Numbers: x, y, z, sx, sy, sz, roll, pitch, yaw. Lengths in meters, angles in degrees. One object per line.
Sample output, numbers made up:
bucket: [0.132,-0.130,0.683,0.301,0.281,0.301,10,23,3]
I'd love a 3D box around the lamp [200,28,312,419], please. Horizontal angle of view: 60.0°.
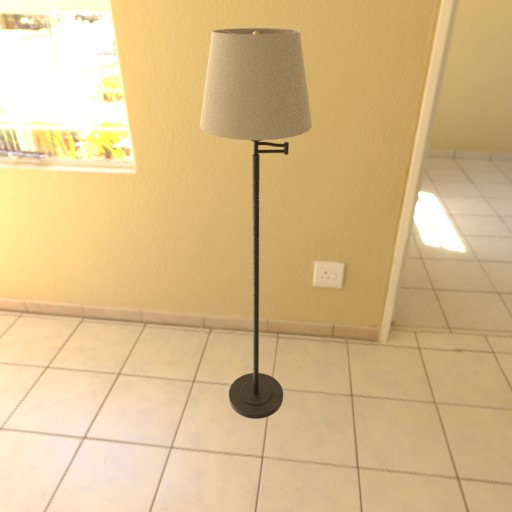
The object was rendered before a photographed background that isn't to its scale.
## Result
lamp: [0.000,0.000,1.624,0.348,1.473,0.348,-1,31,-2]
